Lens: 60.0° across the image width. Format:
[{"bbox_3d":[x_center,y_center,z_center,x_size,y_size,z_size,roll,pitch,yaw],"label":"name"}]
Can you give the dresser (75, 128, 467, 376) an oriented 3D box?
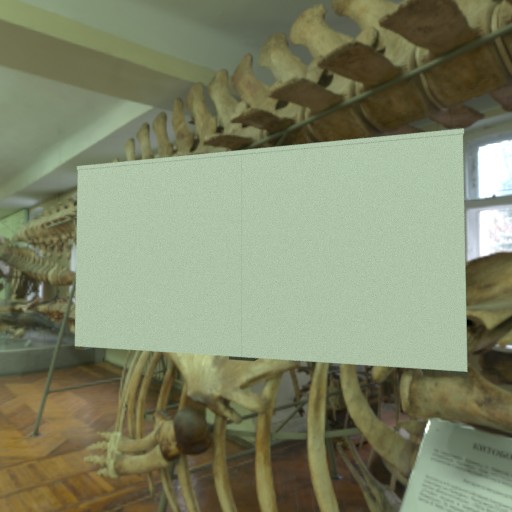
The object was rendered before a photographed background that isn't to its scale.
[{"bbox_3d":[0.000,0.000,1.822,1.535,0.790,0.333,-1,-2,19],"label":"dresser"}]
